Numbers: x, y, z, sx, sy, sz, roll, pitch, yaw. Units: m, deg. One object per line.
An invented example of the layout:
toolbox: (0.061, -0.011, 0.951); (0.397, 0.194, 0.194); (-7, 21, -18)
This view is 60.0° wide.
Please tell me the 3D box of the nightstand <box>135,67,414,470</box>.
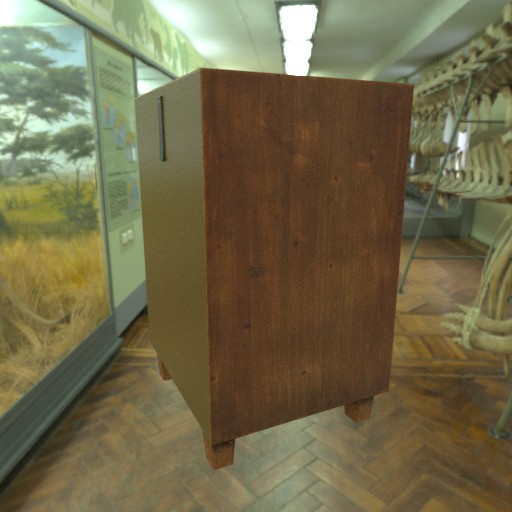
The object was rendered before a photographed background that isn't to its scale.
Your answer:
nightstand: (0.000, 0.000, 0.995); (0.410, 0.695, 0.465); (-7, 16, -25)
